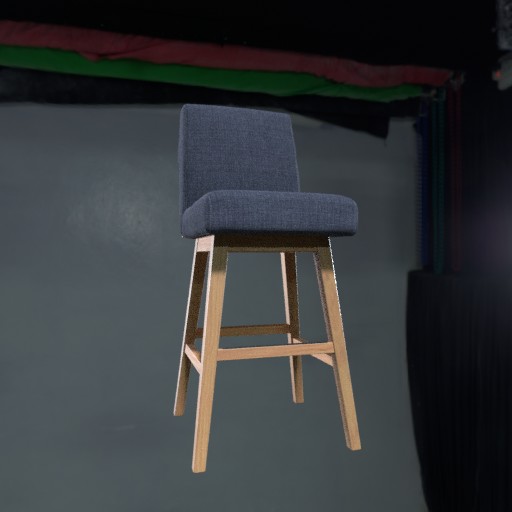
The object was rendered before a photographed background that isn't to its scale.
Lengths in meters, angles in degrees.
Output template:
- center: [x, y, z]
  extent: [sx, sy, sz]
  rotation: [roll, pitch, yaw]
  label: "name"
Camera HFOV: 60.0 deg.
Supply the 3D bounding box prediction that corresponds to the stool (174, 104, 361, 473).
- center: [0.000, 0.000, 1.436]
  extent: [0.483, 1.112, 0.570]
  rotation: [0, 0, -17]
  label: "stool"
